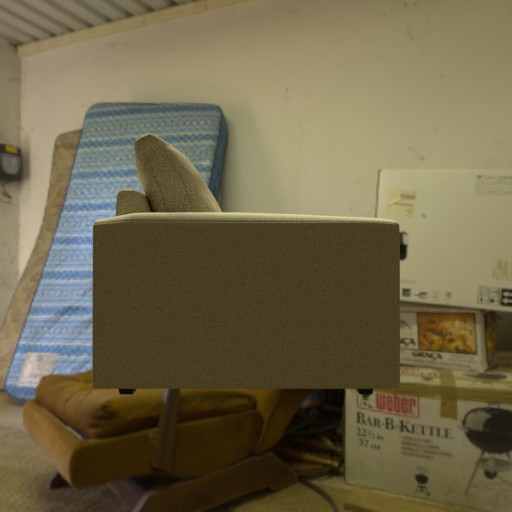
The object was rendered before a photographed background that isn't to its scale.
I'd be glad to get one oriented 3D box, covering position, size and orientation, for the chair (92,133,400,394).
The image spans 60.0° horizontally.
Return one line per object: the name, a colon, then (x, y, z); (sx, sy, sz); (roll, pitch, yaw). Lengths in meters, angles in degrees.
chair: (0.000, 0.000, 2.091); (1.039, 0.915, 1.398); (0, 0, 0)
